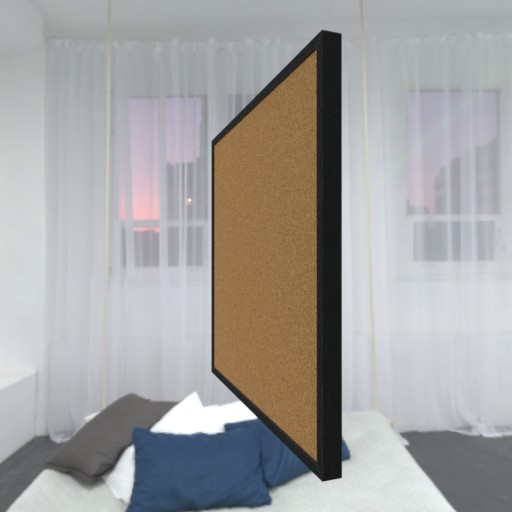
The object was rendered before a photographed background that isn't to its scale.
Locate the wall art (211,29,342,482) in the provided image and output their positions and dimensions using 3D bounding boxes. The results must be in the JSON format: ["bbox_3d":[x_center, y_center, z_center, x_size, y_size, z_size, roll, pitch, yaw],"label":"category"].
[{"bbox_3d":[0.000,0.000,1.109,0.037,0.761,0.761,0,0,-20],"label":"wall art"}]
